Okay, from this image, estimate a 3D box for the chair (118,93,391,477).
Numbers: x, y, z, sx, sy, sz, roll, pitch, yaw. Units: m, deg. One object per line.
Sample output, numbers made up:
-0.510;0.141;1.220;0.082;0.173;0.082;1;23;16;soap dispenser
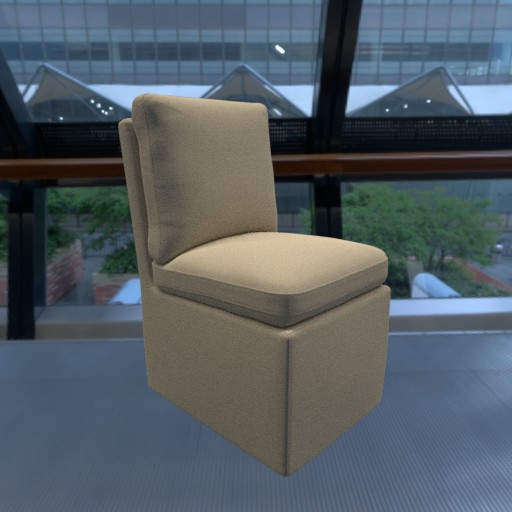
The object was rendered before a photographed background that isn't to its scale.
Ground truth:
0.000;0.000;1.342;0.698;0.927;0.503;13;19;42;chair
